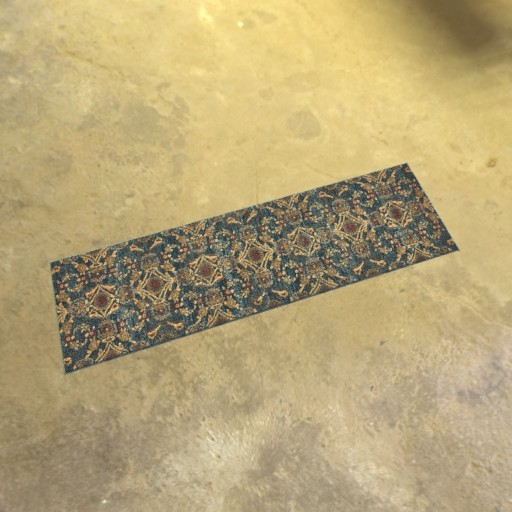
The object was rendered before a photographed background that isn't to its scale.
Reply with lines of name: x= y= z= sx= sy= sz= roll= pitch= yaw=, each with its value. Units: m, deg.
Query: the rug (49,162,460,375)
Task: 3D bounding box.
rug: x=0.000 y=0.000 z=2.576 sx=2.292 sy=0.014 sz=0.685 roll=-16 pitch=65 yaw=-8
